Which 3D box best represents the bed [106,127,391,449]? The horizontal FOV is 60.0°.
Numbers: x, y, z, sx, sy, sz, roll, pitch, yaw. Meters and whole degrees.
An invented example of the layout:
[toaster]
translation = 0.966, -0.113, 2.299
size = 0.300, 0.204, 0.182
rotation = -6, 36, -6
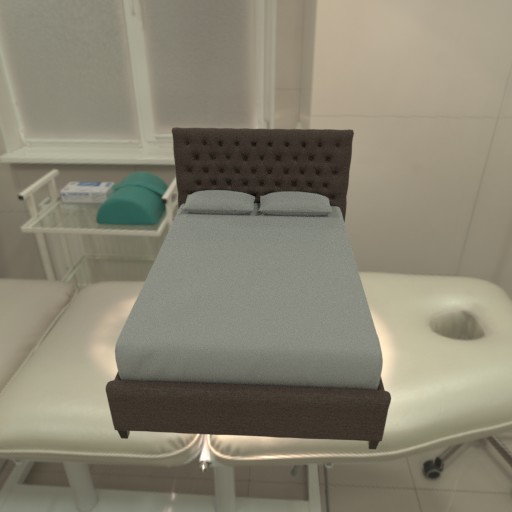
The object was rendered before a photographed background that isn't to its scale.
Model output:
[bed]
translation = 0.000, 0.000, 3.471
size = 1.698, 1.427, 2.387
rotation = 1, 30, 2
